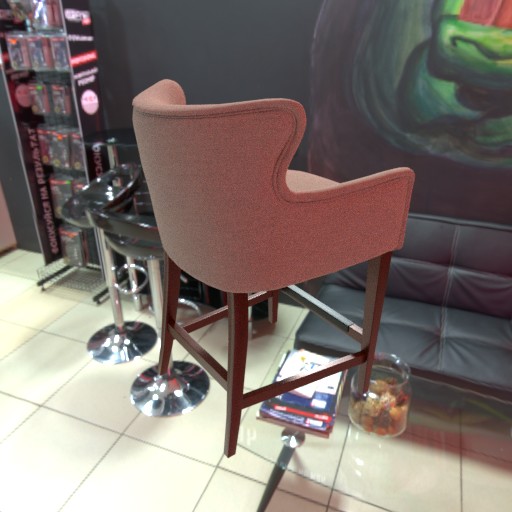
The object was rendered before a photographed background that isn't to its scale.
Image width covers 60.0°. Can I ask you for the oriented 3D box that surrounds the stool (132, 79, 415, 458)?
[{"bbox_3d":[0.000,0.000,1.360,0.637,0.987,0.615,-18,32,-31],"label":"stool"}]
